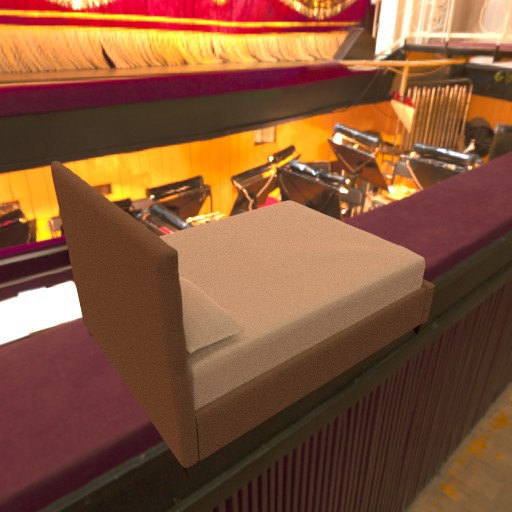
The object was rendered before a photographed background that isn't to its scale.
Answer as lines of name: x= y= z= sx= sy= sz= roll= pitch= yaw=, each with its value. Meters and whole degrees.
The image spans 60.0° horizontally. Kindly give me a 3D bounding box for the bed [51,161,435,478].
bed: x=0.000 y=0.000 z=3.293 sx=2.233 sy=1.426 sz=1.696 roll=-19 pitch=33 yaw=-32
